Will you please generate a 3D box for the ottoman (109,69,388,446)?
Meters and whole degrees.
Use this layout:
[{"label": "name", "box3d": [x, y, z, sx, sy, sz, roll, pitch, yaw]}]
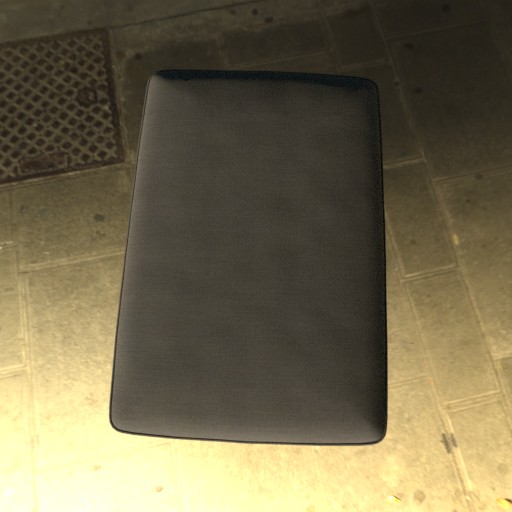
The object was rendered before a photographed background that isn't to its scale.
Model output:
[{"label": "ottoman", "box3d": [0.000, 0.000, 1.264, 0.636, 0.480, 0.941, 2, 76, 1]}]
